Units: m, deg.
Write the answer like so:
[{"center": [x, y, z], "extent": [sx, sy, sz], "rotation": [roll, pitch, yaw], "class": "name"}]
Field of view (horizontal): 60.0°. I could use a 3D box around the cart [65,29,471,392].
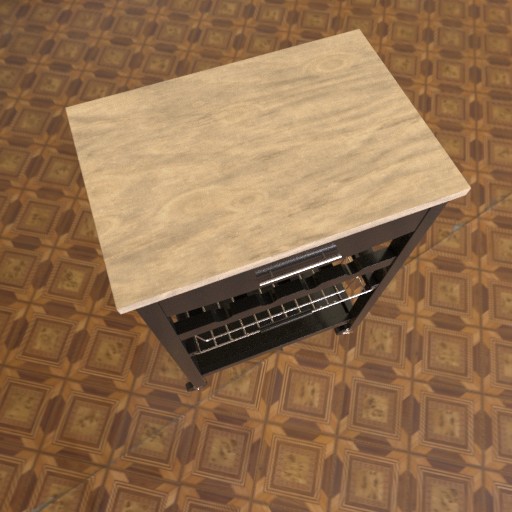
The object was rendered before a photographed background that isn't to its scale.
[{"center": [0.000, 0.000, 1.118], "extent": [0.584, 0.839, 0.403], "rotation": [-19, 66, -9], "class": "cart"}]
